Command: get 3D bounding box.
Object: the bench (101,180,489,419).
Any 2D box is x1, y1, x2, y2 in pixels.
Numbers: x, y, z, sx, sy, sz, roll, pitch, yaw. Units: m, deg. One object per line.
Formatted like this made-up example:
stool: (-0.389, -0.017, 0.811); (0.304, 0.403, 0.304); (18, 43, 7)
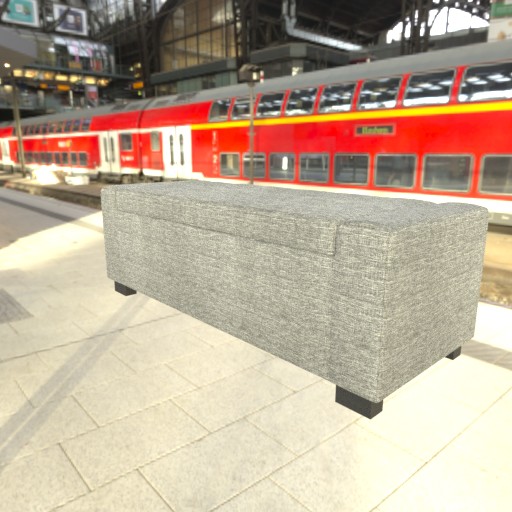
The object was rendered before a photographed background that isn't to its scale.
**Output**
bench: (0.000, 0.000, 1.516); (0.508, 0.445, 1.296); (-12, 18, -41)
